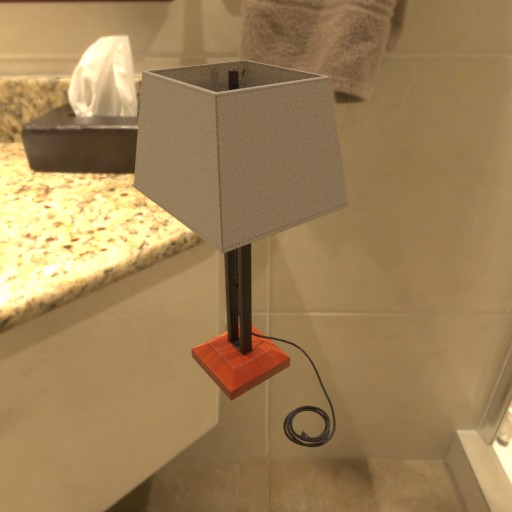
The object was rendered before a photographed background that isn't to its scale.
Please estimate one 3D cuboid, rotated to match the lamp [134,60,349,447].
[{"bbox_3d":[0.000,0.000,0.955,0.310,0.737,0.498,-21,37,-31],"label":"lamp"}]
